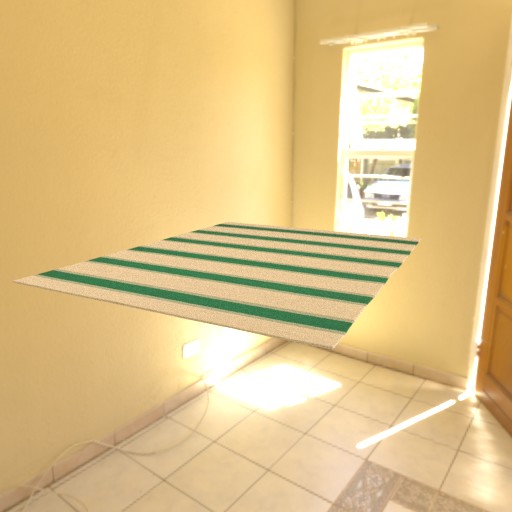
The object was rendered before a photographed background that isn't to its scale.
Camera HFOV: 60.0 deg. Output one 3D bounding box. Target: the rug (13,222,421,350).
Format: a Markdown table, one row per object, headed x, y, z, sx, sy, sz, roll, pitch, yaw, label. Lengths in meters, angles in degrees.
| x | y | z | sx | sy | sz | roll | pitch | yaw | label |
| --- | --- | --- | --- | --- | --- | --- | --- | --- | --- |
| 0.000 | 0.000 | 3.999 | 2.434 | 0.019 | 3.041 | 7 | 15 | 27 | rug |
